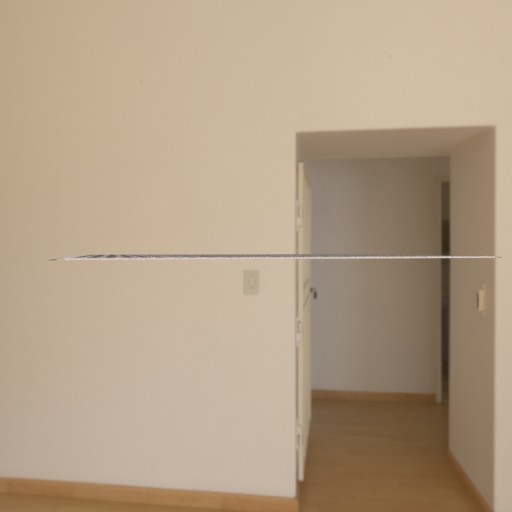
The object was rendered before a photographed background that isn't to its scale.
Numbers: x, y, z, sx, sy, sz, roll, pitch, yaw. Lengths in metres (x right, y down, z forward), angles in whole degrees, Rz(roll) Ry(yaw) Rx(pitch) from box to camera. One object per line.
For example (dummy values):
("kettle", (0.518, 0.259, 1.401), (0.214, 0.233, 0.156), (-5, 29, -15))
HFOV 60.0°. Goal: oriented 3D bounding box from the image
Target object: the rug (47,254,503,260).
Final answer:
("rug", (0.000, 0.000, 3.717), (2.910, 0.013, 2.256), (0, 1, -18))
